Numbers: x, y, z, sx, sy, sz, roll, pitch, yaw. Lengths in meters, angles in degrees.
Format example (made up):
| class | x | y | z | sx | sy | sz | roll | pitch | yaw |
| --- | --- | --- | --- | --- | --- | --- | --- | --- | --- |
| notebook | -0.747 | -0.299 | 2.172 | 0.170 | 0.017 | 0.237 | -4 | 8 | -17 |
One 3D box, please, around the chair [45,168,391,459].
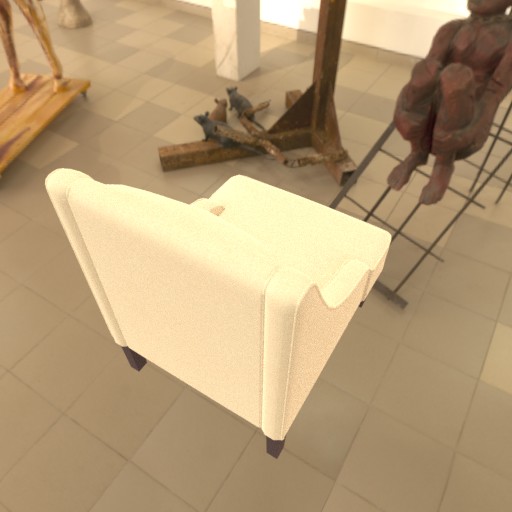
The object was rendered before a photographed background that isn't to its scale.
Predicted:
| class | x | y | z | sx | sy | sz | roll | pitch | yaw |
| --- | --- | --- | --- | --- | --- | --- | --- | --- | --- |
| chair | 0.000 | 0.000 | 1.443 | 0.689 | 0.886 | 0.806 | 25 | 52 | 21 |
